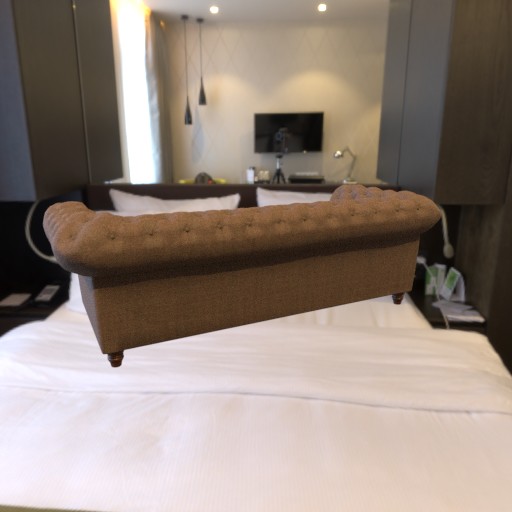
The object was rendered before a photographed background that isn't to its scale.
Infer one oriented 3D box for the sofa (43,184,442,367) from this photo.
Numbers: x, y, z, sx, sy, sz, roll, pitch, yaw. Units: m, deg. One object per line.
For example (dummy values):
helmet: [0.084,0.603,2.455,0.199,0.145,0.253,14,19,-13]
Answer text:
sofa: [0.000,0.000,2.832,2.385,0.787,0.944,-8,17,-26]
